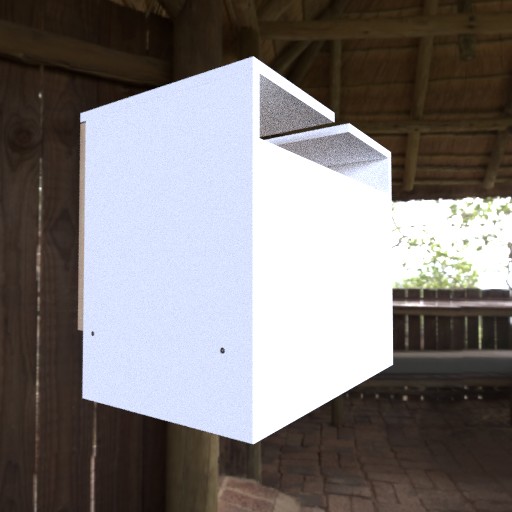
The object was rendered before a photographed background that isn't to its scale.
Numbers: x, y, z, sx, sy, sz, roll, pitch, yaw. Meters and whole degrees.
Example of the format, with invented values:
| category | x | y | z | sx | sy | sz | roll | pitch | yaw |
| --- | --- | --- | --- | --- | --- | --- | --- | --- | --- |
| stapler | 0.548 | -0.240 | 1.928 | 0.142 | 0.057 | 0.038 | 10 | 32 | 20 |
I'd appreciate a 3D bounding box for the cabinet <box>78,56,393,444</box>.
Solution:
| category | x | y | z | sx | sy | sz | roll | pitch | yaw |
| --- | --- | --- | --- | --- | --- | --- | --- | --- | --- |
| cabinet | 0.000 | 0.000 | 0.956 | 0.400 | 0.522 | 0.600 | -1 | -2 | 34 |
